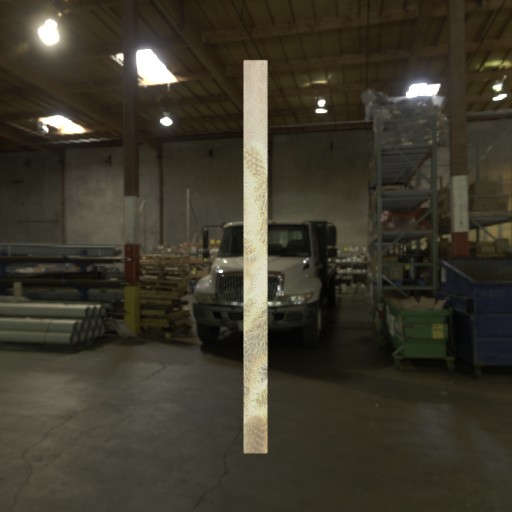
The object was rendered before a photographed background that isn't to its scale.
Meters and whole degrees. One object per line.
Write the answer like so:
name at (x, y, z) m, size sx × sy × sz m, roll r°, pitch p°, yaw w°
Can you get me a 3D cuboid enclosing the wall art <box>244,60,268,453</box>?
wall art at (0.000, 0.000, 1.142) m, size 0.040 × 0.608 × 0.916 m, roll 0°, pitch 0°, yaw 0°
